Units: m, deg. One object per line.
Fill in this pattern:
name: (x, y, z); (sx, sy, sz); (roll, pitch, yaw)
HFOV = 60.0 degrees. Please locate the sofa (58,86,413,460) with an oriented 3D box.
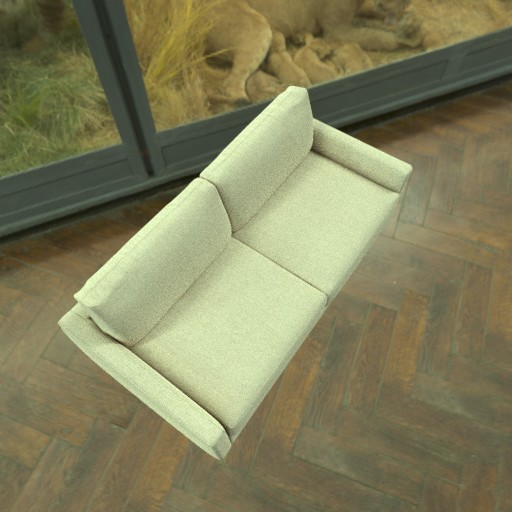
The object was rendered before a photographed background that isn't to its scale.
sofa: (0.000, 0.000, 2.152); (0.839, 0.812, 1.651); (32, 64, 17)
